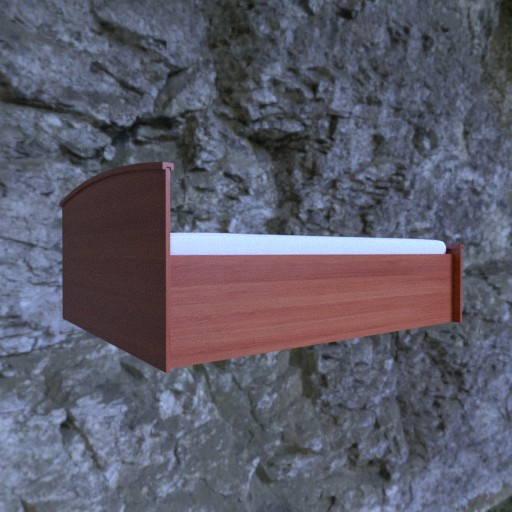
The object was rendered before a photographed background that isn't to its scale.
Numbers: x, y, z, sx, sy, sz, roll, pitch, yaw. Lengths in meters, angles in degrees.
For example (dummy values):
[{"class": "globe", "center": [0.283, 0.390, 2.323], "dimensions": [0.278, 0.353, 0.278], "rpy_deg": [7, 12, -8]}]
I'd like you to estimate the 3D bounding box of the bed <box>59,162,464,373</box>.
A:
[{"class": "bed", "center": [0.000, 0.000, 2.908], "dimensions": [2.053, 0.848, 1.683], "rpy_deg": [0, 1, -36]}]
